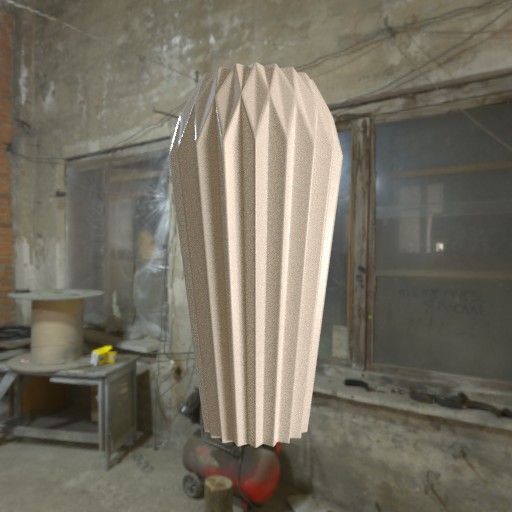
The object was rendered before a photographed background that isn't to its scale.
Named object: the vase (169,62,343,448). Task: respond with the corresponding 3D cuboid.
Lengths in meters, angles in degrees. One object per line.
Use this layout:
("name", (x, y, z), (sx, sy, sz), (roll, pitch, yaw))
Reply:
("vase", (0.000, 0.000, 0.344), (0.133, 0.263, 0.133), (0, 0, 0))
